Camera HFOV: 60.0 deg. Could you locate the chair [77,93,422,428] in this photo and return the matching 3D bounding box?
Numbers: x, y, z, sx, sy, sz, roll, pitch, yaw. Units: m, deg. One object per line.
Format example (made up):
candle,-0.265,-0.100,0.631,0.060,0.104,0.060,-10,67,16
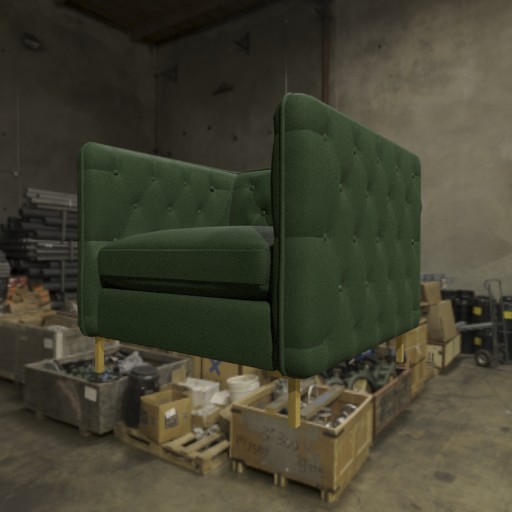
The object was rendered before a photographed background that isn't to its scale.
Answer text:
chair,0.000,0.000,1.533,0.917,0.768,0.855,1,1,36
